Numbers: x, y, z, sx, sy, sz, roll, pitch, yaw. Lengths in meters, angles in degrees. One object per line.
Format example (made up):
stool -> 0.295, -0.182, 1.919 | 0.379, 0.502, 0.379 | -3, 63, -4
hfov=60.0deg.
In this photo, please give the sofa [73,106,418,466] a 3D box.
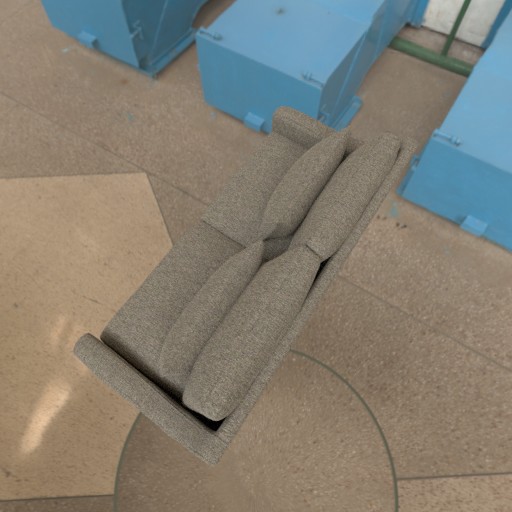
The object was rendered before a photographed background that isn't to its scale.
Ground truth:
sofa -> 0.000, 0.000, 2.997 | 1.103, 0.998, 2.418 | 30, 67, 14
